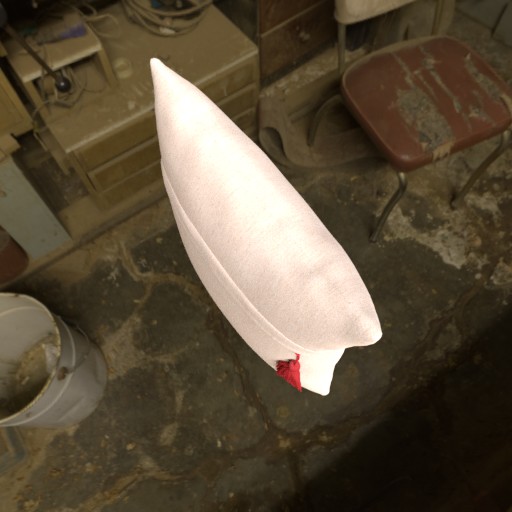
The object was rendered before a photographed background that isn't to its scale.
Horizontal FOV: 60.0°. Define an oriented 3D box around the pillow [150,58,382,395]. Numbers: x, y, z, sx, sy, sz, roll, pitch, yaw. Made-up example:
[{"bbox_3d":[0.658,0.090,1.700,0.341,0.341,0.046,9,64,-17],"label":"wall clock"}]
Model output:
[{"bbox_3d":[0.000,0.000,0.678,0.173,0.436,0.433,-32,69,-14],"label":"pillow"}]
